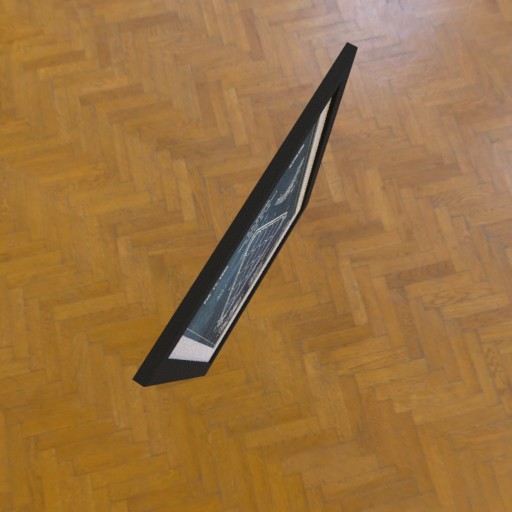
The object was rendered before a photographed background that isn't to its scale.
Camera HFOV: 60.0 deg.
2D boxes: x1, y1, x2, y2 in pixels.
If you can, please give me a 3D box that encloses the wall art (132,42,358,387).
[{"bbox_3d":[0.000,0.000,0.507,0.010,0.361,0.311,30,78,7],"label":"wall art"}]
